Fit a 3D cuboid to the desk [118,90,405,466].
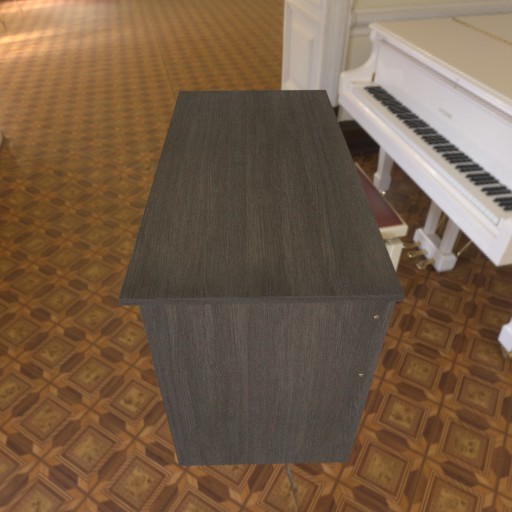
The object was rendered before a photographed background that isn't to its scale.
[{"bbox_3d":[0.000,0.000,1.518,0.560,0.730,1.096,-1,41,-1],"label":"desk"}]
